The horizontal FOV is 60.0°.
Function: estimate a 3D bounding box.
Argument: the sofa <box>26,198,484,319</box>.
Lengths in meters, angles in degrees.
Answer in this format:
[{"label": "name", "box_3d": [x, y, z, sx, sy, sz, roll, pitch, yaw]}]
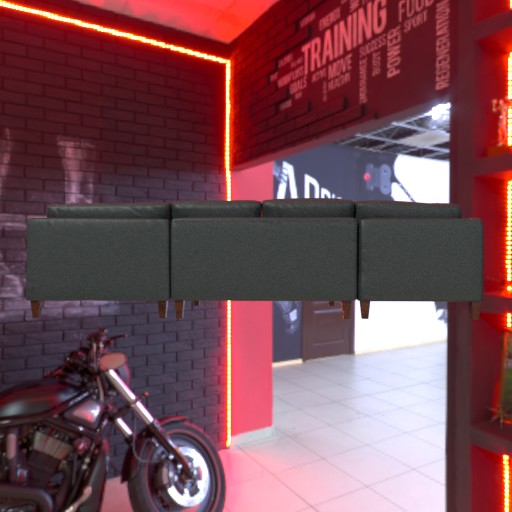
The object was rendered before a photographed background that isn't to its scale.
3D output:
[{"label": "sofa", "box_3d": [0.000, 0.000, 4.563, 3.460, 0.923, 2.593, 0, 0, 2]}]
